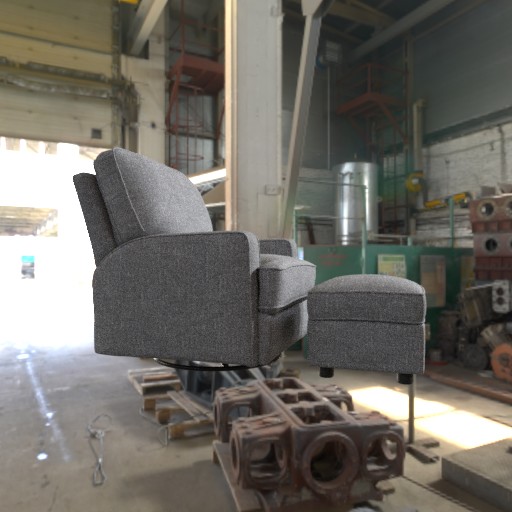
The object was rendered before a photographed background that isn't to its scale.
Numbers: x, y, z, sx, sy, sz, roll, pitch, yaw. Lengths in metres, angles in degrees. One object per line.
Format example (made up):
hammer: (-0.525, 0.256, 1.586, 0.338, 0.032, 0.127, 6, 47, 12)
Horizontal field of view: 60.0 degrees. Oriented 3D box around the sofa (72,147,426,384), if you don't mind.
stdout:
sofa: (0.000, 0.000, 2.076, 1.472, 0.959, 0.861, 0, -1, 18)
